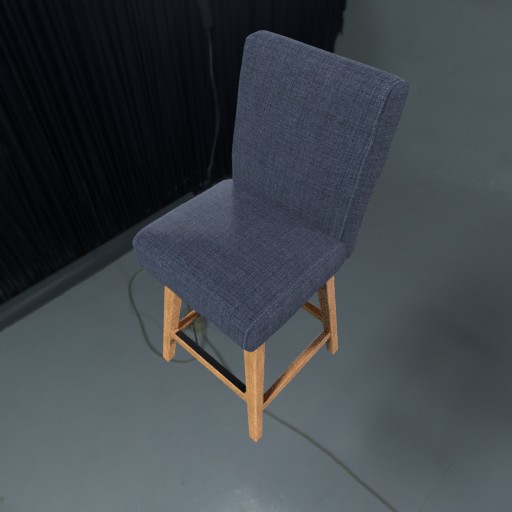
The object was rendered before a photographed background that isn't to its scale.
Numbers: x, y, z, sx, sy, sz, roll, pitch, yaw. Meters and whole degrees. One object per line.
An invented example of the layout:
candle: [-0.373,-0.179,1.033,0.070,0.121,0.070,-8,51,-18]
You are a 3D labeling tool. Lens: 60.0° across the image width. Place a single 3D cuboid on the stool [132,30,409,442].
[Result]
stool: [0.000,0.000,1.272,0.459,1.010,0.526,33,56,27]
